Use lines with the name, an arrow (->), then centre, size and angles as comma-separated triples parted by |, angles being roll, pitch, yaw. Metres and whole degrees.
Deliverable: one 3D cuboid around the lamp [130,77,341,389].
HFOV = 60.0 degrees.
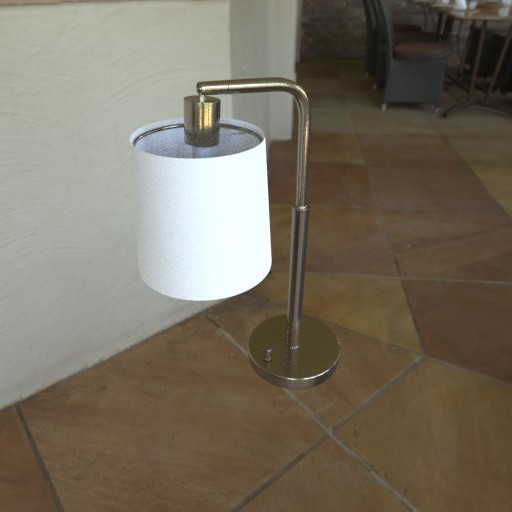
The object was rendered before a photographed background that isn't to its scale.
lamp -> 0.000, 0.000, 0.632 | 0.333, 0.489, 0.171 | -21, 39, -29
